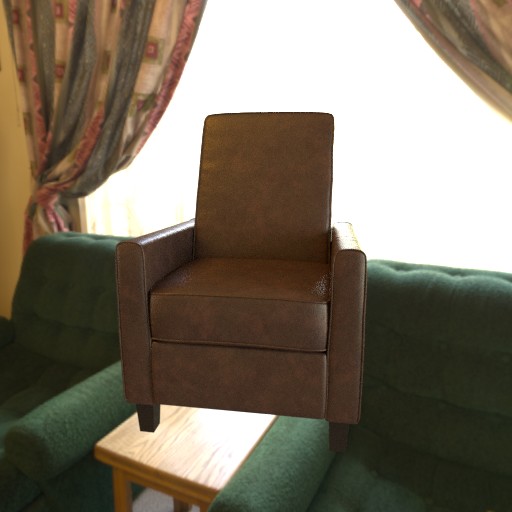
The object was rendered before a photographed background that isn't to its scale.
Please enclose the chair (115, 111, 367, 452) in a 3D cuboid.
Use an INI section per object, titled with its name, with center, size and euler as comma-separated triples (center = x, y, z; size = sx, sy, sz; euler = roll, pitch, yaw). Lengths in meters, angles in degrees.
[chair]
center = 0.000, 0.000, 1.549
size = 0.705, 1.013, 0.746
euler = 2, 13, 9
